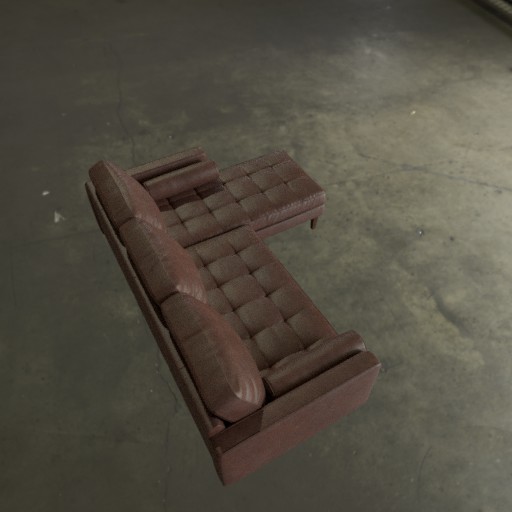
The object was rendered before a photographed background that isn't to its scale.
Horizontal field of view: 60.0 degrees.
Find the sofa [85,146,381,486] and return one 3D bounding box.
[{"bbox_3d":[0.000,0.000,2.927,1.613,0.841,2.185,-23,52,-19],"label":"sofa"}]
